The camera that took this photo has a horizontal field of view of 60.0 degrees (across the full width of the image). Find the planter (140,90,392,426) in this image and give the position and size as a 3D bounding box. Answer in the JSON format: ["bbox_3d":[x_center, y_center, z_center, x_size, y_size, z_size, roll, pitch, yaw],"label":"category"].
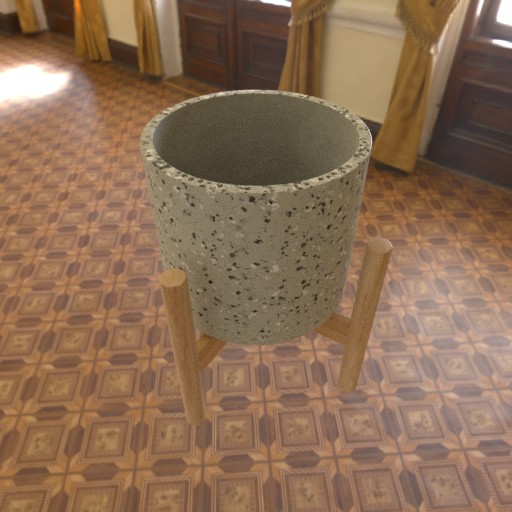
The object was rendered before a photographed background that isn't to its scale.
[{"bbox_3d":[0.000,0.000,0.536,0.284,0.320,0.284,-25,47,-26],"label":"planter"}]
